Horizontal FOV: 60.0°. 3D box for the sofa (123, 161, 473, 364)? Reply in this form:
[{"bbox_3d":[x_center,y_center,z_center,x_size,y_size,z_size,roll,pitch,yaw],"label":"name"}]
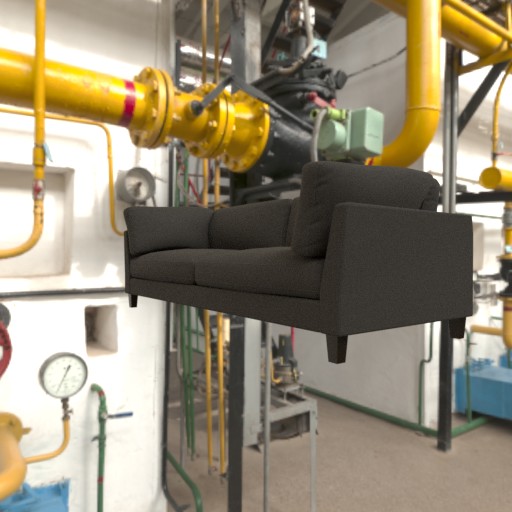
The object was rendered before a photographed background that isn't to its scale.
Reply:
[{"bbox_3d":[0.000,0.000,2.766,0.969,0.792,2.312,0,0,-36],"label":"sofa"}]
